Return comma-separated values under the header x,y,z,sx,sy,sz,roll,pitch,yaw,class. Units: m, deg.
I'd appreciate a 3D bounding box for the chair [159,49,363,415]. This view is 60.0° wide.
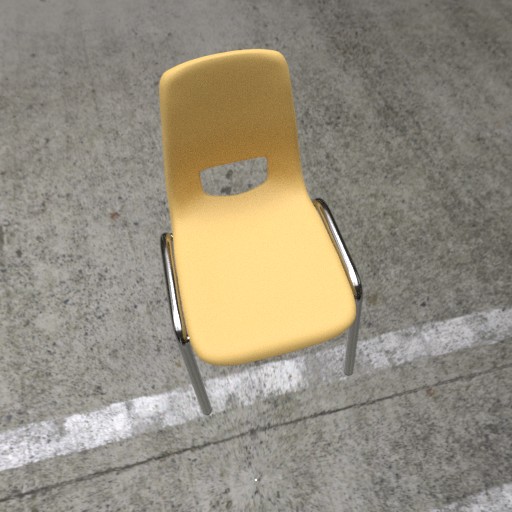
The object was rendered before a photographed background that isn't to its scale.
x,y,z,sx,sy,sz,roll,pitch,yaw,class
0.000,0.000,0.830,0.354,0.586,0.423,-13,64,-7,chair
